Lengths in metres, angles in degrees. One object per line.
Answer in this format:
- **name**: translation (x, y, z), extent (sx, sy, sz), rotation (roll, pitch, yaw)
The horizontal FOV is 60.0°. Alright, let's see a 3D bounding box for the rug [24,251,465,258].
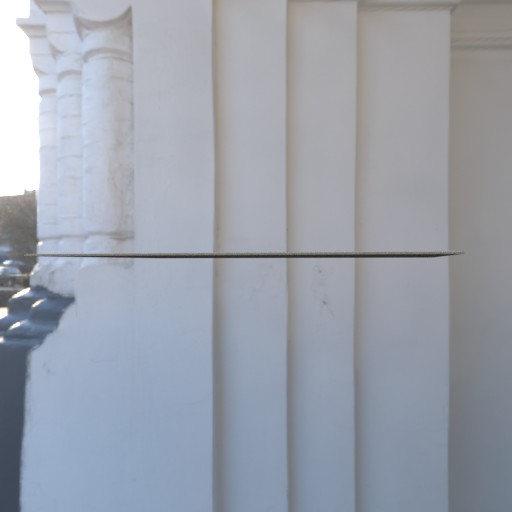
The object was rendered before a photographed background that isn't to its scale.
- **rug**: translation (0.000, 0.000, 2.318), extent (1.829, 0.010, 1.219), rotation (0, -1, 17)
